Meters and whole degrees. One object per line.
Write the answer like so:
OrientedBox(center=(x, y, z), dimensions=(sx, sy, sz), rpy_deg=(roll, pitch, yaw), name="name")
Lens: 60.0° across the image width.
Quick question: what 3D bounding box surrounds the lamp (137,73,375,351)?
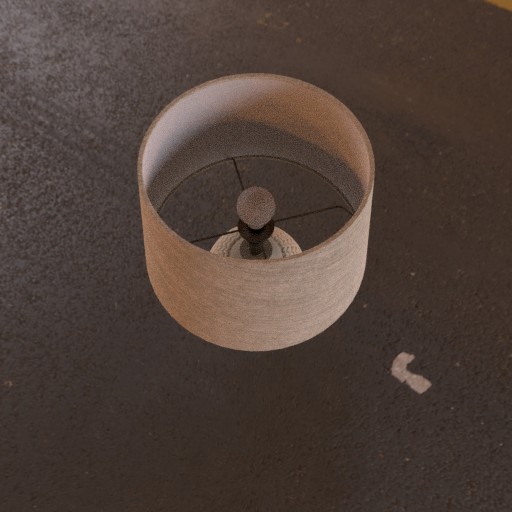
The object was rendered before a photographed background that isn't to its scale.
OrientedBox(center=(0.000, 0.000, 0.837), dimensions=(0.390, 0.580, 0.390), rpy_deg=(0, 64, 0), name="lamp")
